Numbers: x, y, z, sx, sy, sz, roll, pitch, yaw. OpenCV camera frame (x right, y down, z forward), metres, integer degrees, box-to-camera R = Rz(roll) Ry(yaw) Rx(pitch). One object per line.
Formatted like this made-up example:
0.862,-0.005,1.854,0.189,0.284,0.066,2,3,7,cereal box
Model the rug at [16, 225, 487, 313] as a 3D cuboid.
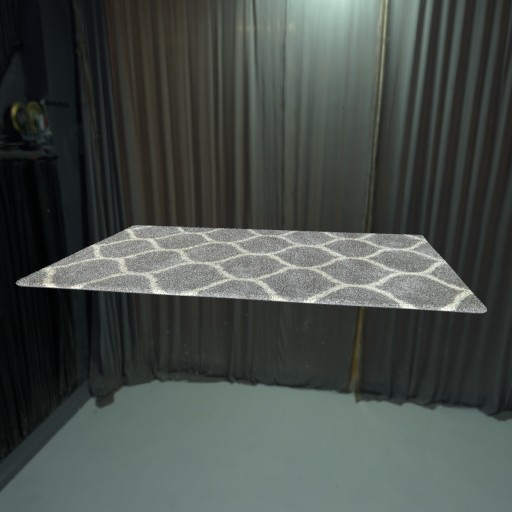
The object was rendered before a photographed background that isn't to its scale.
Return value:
0.000,0.000,2.873,2.348,0.025,1.501,3,16,9,rug
